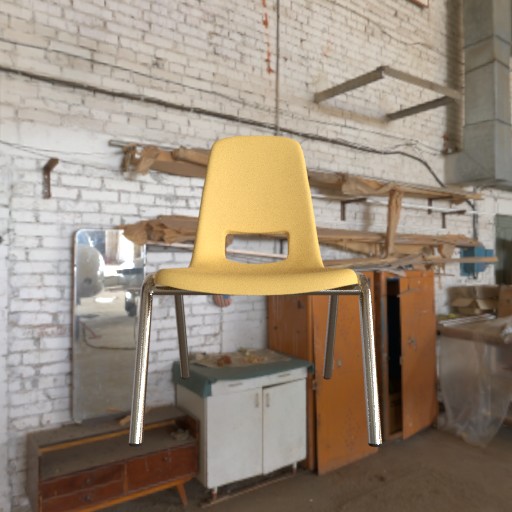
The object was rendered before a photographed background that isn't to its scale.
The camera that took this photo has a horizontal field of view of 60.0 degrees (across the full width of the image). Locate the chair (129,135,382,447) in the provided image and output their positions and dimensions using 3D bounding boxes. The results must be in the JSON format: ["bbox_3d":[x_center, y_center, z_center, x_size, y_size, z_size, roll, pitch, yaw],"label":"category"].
[{"bbox_3d":[0.000,0.000,0.804,0.354,0.536,0.385,0,0,0],"label":"chair"}]
